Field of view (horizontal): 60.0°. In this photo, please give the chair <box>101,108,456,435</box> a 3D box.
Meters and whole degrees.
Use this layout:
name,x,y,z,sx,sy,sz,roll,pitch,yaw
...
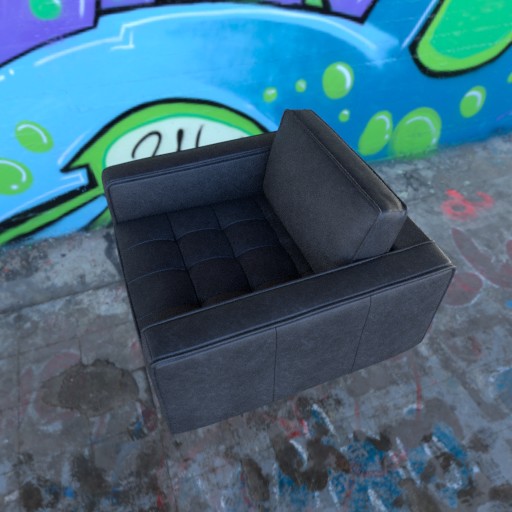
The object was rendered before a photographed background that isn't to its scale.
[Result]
name,x,y,z,sx,sy,sz,roll,pitch,yaw
chair,0.000,0.000,1.573,0.914,0.763,0.889,-16,48,-15
